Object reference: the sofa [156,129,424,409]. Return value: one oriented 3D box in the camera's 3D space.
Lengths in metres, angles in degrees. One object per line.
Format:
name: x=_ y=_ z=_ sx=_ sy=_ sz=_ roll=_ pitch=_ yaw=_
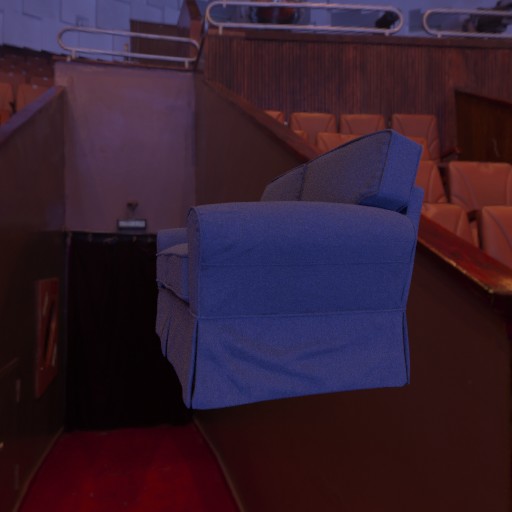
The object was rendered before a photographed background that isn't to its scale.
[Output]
sofa: x=0.000 y=0.000 z=2.431 sx=0.997 sy=1.059 sz=1.801 roll=0 pitch=0 yaw=-17
